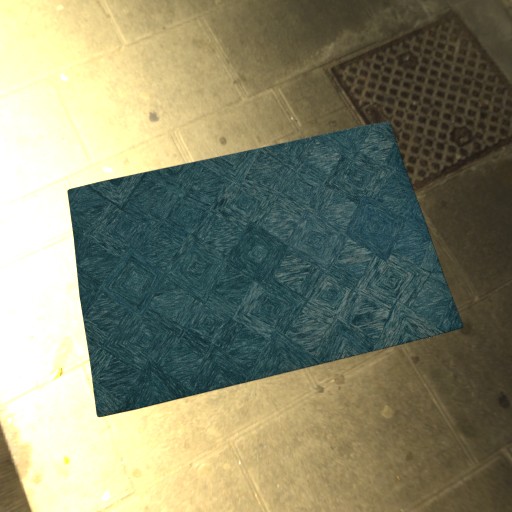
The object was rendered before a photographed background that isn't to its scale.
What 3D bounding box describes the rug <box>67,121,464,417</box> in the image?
[{"bbox_3d":[0.000,0.000,2.161,1.728,0.017,1.136,-13,75,-4],"label":"rug"}]
